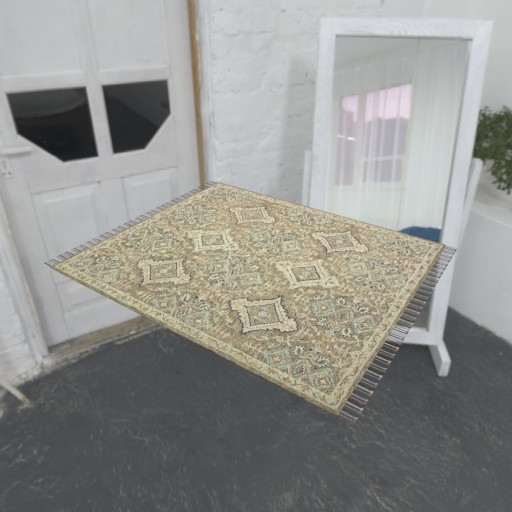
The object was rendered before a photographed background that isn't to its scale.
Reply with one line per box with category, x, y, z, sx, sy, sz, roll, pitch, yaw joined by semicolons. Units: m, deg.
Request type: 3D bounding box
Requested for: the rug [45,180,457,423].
rug;0.000;0.000;4.167;3.056;0.010;2.437;20;37;29
